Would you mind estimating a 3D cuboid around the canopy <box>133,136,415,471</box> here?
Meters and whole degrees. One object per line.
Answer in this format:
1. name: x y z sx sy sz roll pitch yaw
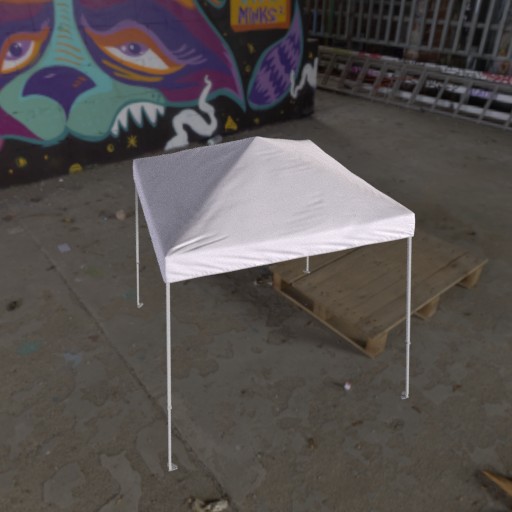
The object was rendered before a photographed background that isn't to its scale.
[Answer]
1. canopy: 0.000 0.000 5.241 2.850 2.850 2.849 -10 34 -16
